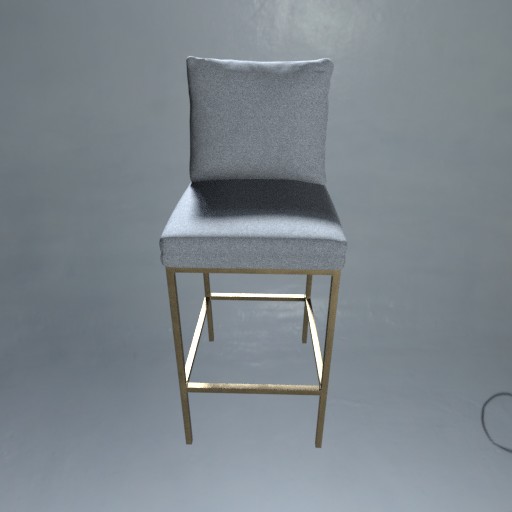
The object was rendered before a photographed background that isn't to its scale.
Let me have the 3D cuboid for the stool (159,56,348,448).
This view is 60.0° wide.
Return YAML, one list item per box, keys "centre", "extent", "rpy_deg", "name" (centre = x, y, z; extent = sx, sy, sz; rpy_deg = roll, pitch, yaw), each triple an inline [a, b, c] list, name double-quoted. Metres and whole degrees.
- centre: [0.000, 0.000, 1.409]
  extent: [0.463, 1.130, 0.569]
  rpy_deg: [1, 30, 2]
  name: "stool"
